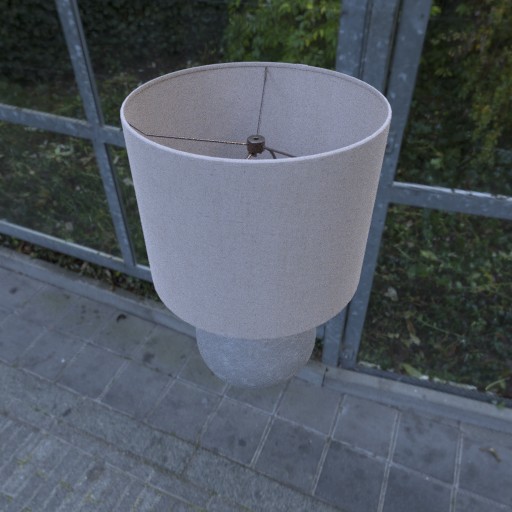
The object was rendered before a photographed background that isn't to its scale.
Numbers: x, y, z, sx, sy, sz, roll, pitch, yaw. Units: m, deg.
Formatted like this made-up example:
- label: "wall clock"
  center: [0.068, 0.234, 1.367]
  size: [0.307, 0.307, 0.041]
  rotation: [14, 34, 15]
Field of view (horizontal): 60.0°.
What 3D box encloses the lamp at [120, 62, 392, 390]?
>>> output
- label: "lamp"
  center: [0.000, 0.000, 0.579]
  size: [0.269, 0.409, 0.269]
  rotation: [25, 45, 28]
